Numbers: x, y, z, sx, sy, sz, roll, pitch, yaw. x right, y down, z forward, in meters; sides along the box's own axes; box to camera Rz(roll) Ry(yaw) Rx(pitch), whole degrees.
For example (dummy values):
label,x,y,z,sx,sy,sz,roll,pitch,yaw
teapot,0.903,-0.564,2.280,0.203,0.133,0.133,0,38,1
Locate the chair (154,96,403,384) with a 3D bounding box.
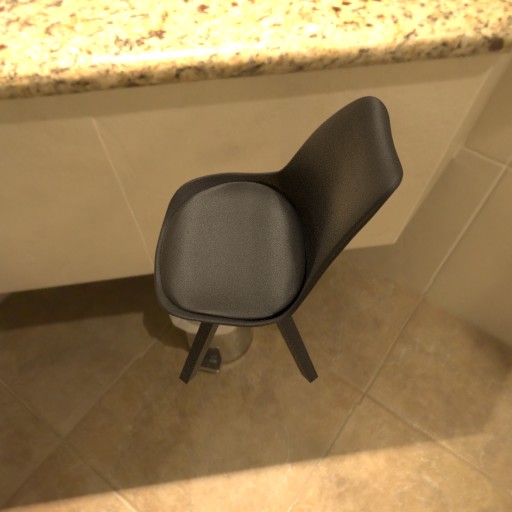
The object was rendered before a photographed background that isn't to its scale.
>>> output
label,x,y,z,sx,sy,sz,roll,pitch,yaw
chair,0.000,0.000,1.220,0.550,0.850,0.485,0,57,0
